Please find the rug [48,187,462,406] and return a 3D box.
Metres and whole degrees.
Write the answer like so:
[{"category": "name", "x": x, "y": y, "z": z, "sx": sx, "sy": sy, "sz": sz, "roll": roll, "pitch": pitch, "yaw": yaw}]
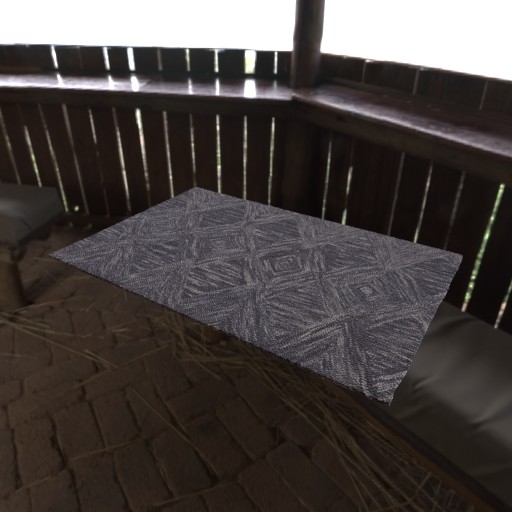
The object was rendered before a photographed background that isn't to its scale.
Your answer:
[{"category": "rug", "x": 0.000, "y": 0.000, "z": 2.303, "sx": 1.814, "sy": 0.012, "sz": 1.186, "roll": 18, "pitch": 34, "yaw": 28}]
